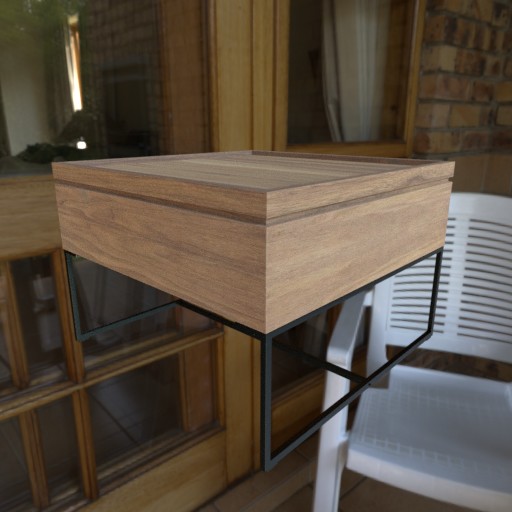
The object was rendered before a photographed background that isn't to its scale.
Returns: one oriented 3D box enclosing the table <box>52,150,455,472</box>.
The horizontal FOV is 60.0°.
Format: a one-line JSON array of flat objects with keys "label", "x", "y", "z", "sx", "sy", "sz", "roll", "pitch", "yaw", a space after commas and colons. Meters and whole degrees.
[{"label": "table", "x": 0.000, "y": 0.000, "z": 1.115, "sx": 0.679, "sy": 0.464, "sz": 0.676, "roll": 15, "pitch": 22, "yaw": 41}]
